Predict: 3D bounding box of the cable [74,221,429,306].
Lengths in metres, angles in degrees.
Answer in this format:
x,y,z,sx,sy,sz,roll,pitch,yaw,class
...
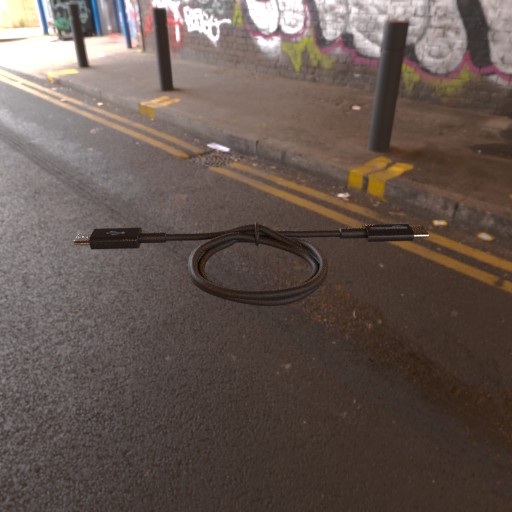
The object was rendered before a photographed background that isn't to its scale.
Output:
x,y,z,sx,sy,sz,roll,pitch,yaw,class
0.000,0.000,0.219,0.192,0.014,0.070,-1,31,-2,cable
